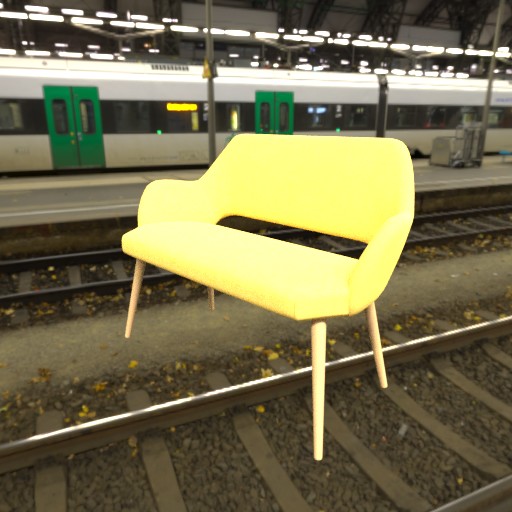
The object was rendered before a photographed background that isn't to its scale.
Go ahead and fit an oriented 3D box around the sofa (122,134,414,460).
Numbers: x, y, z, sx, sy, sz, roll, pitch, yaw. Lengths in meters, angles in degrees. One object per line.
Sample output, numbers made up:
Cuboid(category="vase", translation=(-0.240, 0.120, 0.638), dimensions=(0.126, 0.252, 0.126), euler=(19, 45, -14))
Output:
Cuboid(category="sofa", translation=(0.000, 0.000, 1.629), dimensions=(1.150, 0.840, 0.610), euler=(16, 23, 42))
